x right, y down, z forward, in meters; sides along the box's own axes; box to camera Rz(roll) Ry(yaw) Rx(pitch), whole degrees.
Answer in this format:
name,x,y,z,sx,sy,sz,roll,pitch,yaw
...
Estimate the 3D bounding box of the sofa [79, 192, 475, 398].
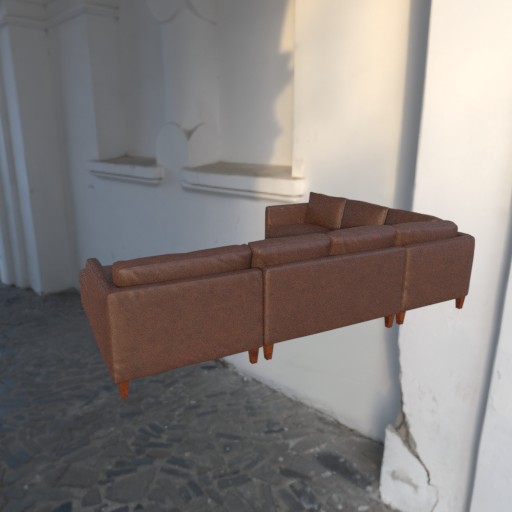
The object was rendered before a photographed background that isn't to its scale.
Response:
name,x,y,z,sx,sy,sz,roll,pitch,yaw
sofa,0.000,0.000,4.617,3.460,0.923,2.593,-8,17,-27
